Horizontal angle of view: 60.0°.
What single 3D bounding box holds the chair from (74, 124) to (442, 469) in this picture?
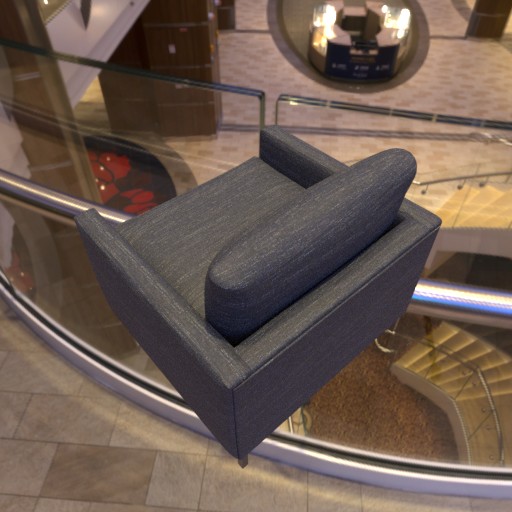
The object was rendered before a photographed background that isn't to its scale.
[{"bbox_3d":[0.000,0.000,1.632,0.963,0.861,0.866,-32,54,-27],"label":"chair"}]
